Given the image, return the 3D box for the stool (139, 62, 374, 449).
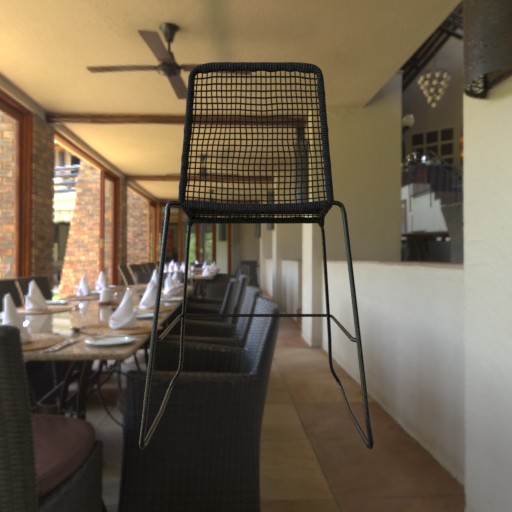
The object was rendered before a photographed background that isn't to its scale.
[{"bbox_3d":[0.000,0.000,1.265,0.590,0.905,0.509,0,0,0],"label":"stool"}]
